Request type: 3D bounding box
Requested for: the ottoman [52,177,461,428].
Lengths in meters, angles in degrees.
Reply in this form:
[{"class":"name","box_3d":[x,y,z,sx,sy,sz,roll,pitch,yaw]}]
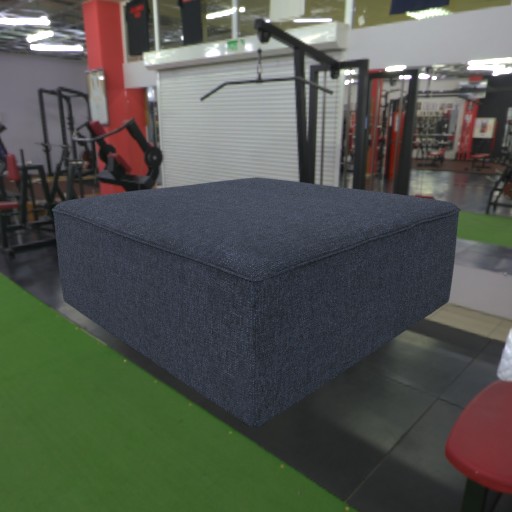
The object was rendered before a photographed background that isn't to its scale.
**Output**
[{"class":"ottoman","box_3d":[0.000,0.000,1.559,1.017,0.423,1.023,-16,23,-42]}]
